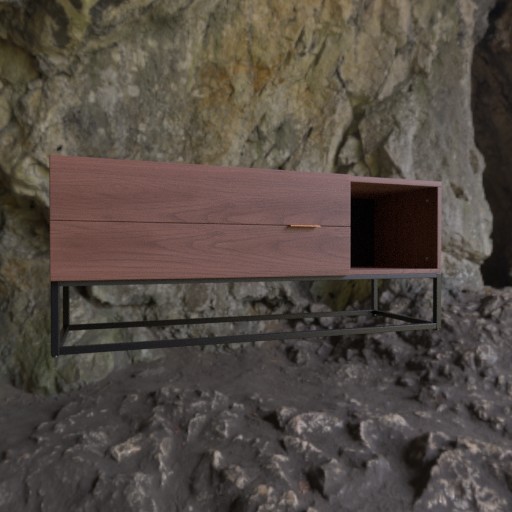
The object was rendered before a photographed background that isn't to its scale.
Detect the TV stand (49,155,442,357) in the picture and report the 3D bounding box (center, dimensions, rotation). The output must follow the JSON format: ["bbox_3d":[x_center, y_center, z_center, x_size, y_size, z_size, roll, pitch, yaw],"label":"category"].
[{"bbox_3d":[0.000,0.000,1.460,1.200,0.500,0.415,0,1,-19],"label":"TV stand"}]
